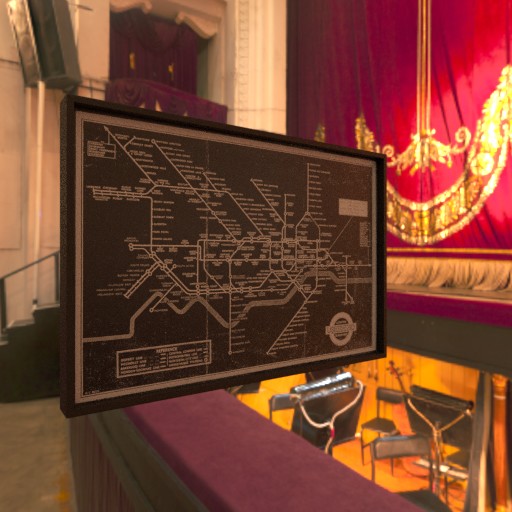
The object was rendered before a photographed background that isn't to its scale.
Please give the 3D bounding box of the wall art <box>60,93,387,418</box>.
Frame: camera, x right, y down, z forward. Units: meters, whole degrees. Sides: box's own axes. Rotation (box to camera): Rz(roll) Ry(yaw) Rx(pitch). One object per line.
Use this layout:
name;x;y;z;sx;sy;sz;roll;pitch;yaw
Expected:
wall art;0.000;0.000;0.827;0.671;0.456;0.051;0;0;-34
